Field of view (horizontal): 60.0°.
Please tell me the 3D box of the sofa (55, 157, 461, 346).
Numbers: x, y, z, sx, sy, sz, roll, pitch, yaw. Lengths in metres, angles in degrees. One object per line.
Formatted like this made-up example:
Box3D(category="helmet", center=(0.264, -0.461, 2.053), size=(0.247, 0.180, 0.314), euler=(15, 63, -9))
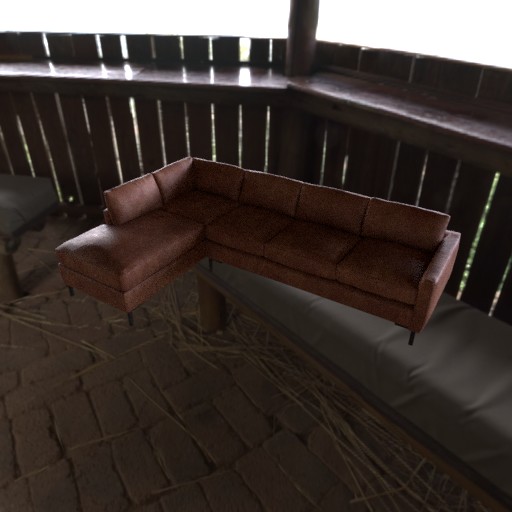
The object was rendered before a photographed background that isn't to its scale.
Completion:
Box3D(category="sofa", center=(0.000, 0.000, 3.902), size=(2.984, 0.877, 1.938), euler=(18, 35, 28))
